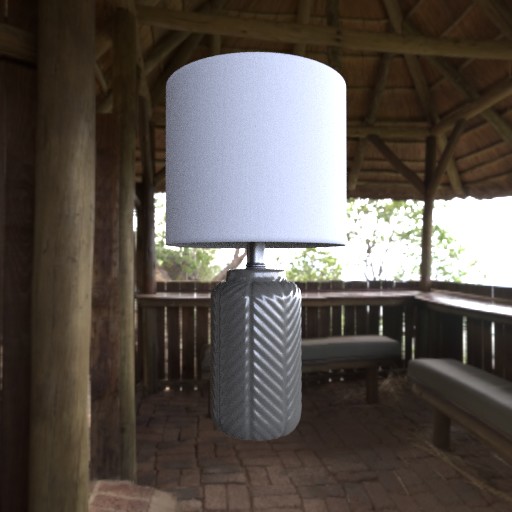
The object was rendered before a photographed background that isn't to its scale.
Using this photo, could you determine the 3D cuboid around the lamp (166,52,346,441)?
[{"bbox_3d":[0.000,0.000,0.508,0.203,0.389,0.203,0,-1,19],"label":"lamp"}]
